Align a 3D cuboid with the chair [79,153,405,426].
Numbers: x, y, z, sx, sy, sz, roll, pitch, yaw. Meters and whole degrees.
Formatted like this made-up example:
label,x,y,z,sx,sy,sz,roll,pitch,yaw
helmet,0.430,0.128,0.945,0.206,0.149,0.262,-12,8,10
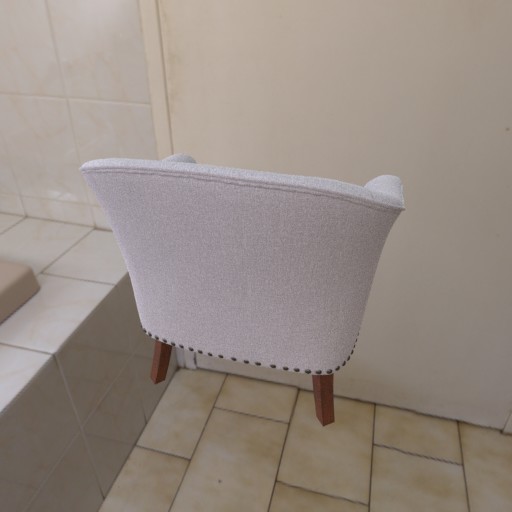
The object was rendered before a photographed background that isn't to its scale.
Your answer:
label,x,y,z,sx,sy,sz,roll,pitch,yaw
chair,0.000,0.000,1.357,0.798,0.815,0.704,9,33,15
